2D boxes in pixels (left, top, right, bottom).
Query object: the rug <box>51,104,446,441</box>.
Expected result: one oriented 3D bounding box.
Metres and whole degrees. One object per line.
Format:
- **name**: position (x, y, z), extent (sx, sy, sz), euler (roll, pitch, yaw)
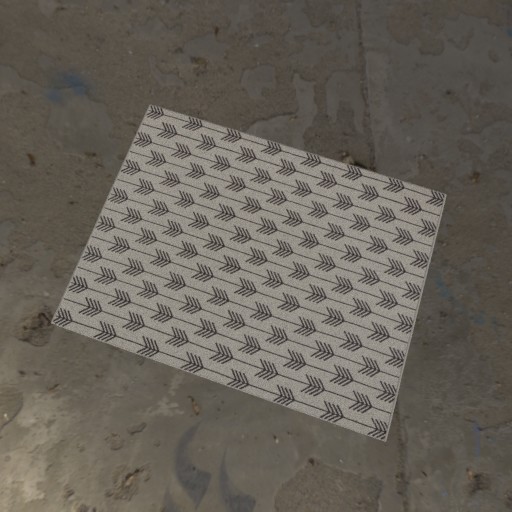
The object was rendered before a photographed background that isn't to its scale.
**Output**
- **rug**: position (0.000, 0.000, 4.082), extent (3.061, 0.010, 2.330), euler (18, 76, 5)
